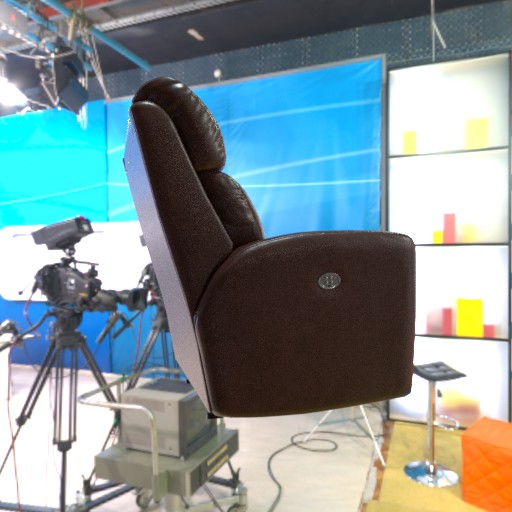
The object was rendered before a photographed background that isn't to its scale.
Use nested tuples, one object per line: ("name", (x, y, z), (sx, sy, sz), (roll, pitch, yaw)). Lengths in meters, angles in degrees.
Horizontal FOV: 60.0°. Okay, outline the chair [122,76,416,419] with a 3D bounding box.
("chair", (0.000, 0.000, 1.652), (0.939, 1.016, 0.787), (0, 0, -18))
